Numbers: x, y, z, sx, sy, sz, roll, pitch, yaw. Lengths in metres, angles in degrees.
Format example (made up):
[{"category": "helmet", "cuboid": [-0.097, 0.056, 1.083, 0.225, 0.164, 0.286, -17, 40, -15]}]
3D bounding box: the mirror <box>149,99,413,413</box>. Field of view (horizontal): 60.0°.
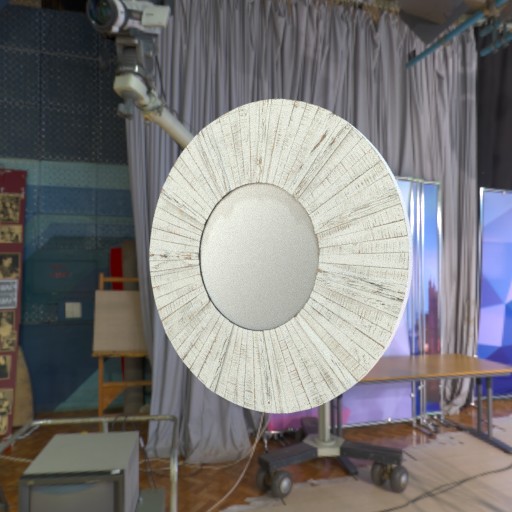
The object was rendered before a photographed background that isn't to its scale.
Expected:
[{"category": "mirror", "cuboid": [0.000, 0.000, 1.331, 0.914, 0.914, 0.038, 0, 0, 36]}]
